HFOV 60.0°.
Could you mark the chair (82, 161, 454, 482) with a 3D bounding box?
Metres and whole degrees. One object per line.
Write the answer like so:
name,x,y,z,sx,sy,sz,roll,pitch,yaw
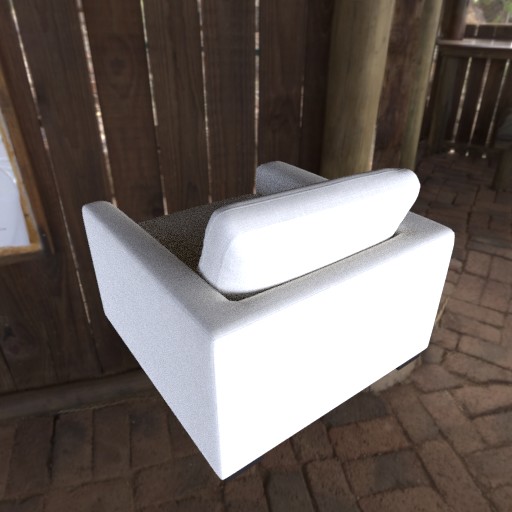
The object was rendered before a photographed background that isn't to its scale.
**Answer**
chair,0.000,0.000,1.853,1.070,0.876,1.100,-20,36,-30
